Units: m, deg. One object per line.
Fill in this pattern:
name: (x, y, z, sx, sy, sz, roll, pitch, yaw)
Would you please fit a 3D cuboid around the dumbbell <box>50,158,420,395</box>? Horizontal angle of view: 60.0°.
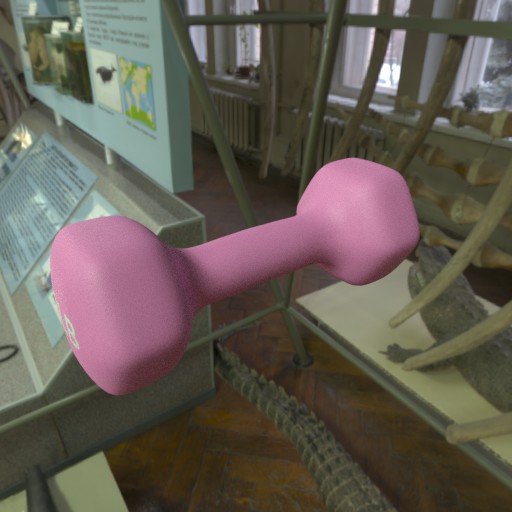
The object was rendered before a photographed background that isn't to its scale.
dumbbell: (0.000, 0.000, 0.189, 0.159, 0.058, 0.064, -19, 34, -30)
